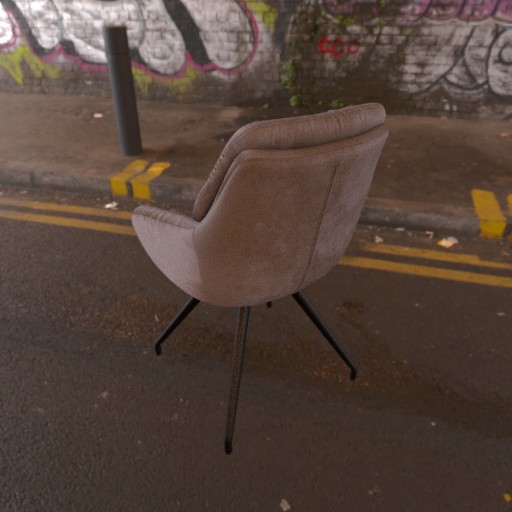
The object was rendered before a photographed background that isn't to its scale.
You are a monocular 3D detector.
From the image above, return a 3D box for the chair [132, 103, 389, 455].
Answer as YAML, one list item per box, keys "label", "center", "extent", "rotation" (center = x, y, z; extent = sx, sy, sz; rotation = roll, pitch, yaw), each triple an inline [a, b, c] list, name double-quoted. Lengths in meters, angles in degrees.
- label: "chair"
  center: [0.000, 0.000, 1.263]
  extent: [0.579, 0.888, 0.569]
  rotation: [-19, 36, -29]
